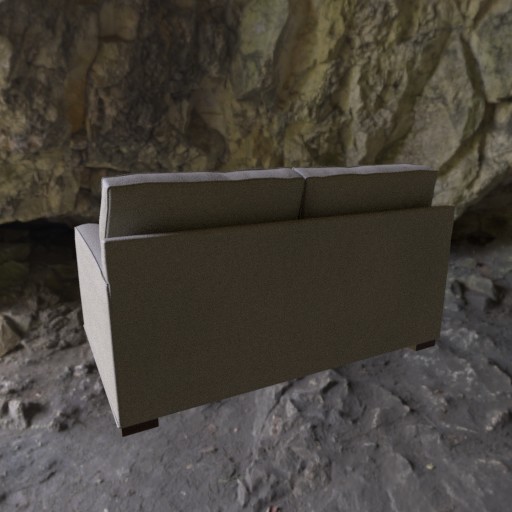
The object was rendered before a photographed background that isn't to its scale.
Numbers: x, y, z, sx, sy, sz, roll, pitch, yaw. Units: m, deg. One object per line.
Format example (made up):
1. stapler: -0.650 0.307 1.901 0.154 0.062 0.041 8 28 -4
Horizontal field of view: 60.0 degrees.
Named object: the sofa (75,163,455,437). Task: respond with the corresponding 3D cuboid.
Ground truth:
1. sofa: 0.000 0.000 2.065 1.484 0.853 0.940 -8 17 -26
